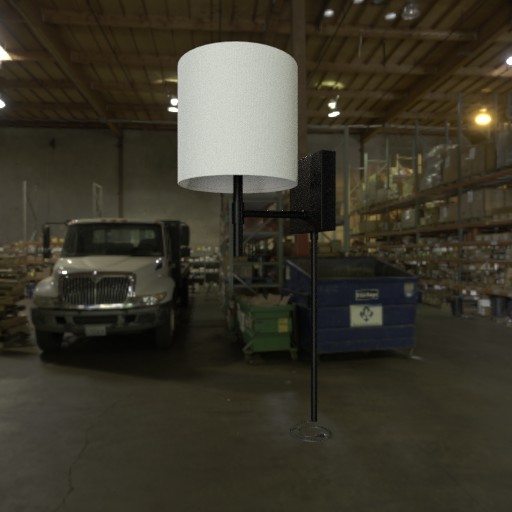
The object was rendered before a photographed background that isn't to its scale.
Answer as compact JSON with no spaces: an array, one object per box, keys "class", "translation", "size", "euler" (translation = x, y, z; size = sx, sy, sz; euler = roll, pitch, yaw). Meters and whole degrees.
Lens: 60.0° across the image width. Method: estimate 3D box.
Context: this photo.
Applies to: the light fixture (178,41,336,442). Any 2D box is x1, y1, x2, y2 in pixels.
[{"class":"light fixture","translation":[0.000,0.000,0.713],"size":[0.248,0.589,0.188],"euler":[0,0,-19]}]
